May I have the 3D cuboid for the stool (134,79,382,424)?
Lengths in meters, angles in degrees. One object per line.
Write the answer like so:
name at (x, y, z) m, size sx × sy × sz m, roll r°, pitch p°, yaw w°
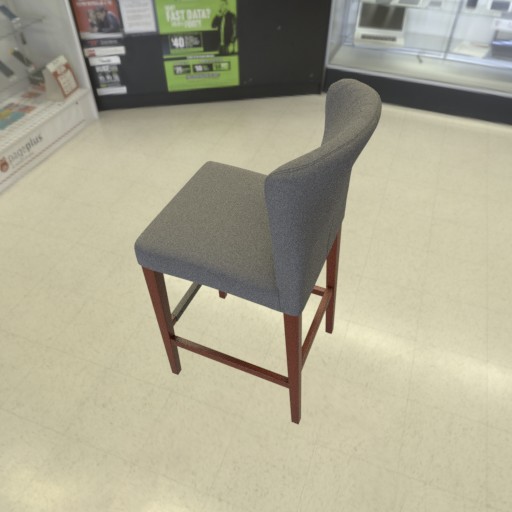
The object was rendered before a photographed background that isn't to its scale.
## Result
stool at (0.000, 0.000, 1.391) m, size 0.568 × 1.069 × 0.481 m, roll 17°, pitch 47°, yaw 16°
